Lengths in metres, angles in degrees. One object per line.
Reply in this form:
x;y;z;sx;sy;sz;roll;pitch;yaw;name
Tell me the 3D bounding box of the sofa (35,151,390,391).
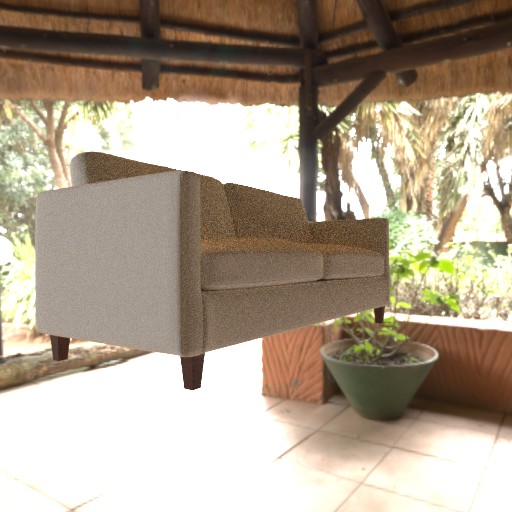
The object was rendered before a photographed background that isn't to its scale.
0.000;0.000;2.546;0.924;0.933;2.139;0;-1;34;sofa
